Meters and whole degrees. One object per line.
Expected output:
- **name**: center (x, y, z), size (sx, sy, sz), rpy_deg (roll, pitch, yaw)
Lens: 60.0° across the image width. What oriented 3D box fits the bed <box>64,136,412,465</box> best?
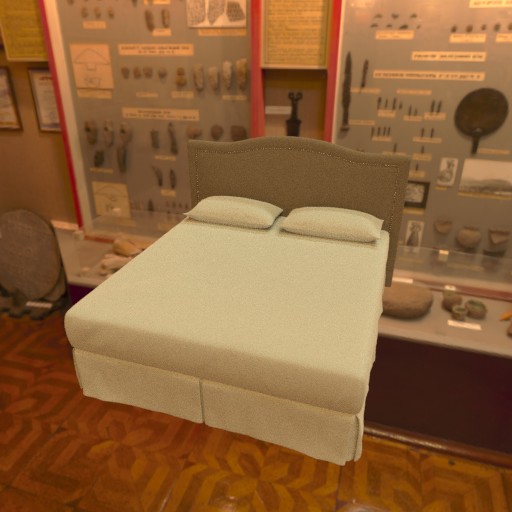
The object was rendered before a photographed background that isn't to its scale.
- **bed**: center (0.000, 0.000, 3.423), size (2.083, 1.421, 2.182), rpy_deg (8, 28, 16)
